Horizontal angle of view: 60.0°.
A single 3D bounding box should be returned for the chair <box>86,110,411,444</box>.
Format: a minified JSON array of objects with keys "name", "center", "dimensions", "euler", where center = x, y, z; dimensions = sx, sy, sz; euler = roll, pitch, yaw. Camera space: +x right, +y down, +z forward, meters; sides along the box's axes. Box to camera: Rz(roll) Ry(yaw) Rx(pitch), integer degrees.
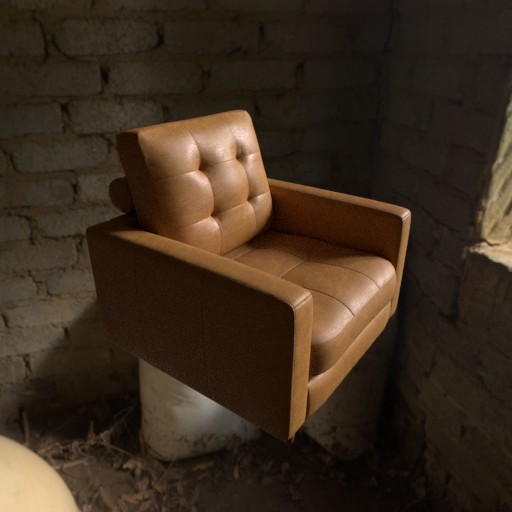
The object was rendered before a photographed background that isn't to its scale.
[{"name":"chair","center":[0.000,0.000,1.562],"dimensions":[0.868,0.896,0.831],"euler":[18,31,32]}]
